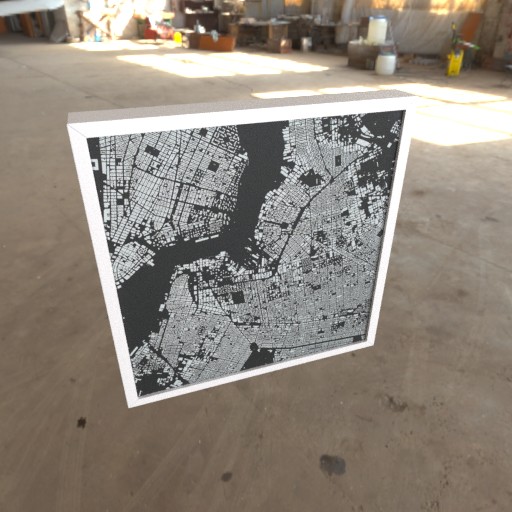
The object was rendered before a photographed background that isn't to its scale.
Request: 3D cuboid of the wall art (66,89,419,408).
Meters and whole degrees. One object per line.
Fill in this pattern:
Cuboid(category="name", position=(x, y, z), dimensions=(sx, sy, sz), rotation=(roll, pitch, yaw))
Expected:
Cuboid(category="wall art", position=(0.000, 0.000, 0.459), dimensions=(0.305, 0.305, 0.037), rotation=(-10, 32, -16))
